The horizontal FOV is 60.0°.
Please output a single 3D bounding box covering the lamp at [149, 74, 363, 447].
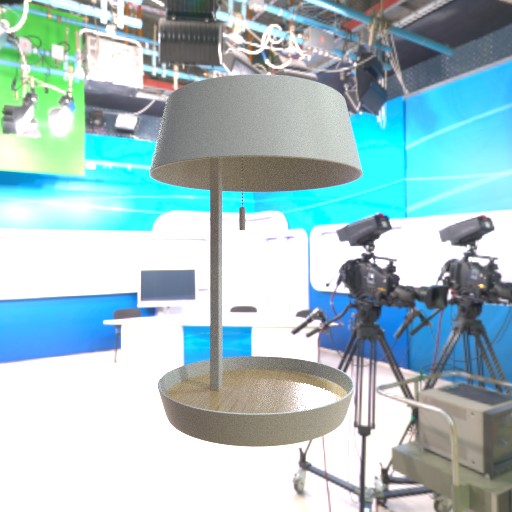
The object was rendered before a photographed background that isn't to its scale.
[{"bbox_3d":[0.000,0.000,0.622,0.291,0.429,0.291,0,1,0],"label":"lamp"}]
